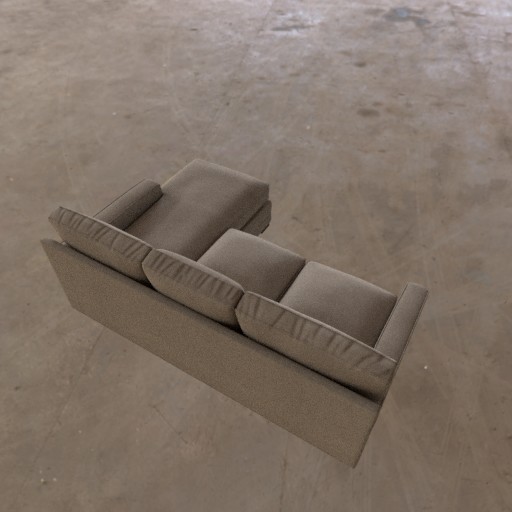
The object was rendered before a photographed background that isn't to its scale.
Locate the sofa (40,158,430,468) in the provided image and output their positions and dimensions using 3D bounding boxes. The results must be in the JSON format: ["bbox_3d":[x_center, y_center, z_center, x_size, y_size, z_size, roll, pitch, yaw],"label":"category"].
[{"bbox_3d":[0.000,0.000,2.845,2.087,0.861,1.496,23,50,21],"label":"sofa"}]
